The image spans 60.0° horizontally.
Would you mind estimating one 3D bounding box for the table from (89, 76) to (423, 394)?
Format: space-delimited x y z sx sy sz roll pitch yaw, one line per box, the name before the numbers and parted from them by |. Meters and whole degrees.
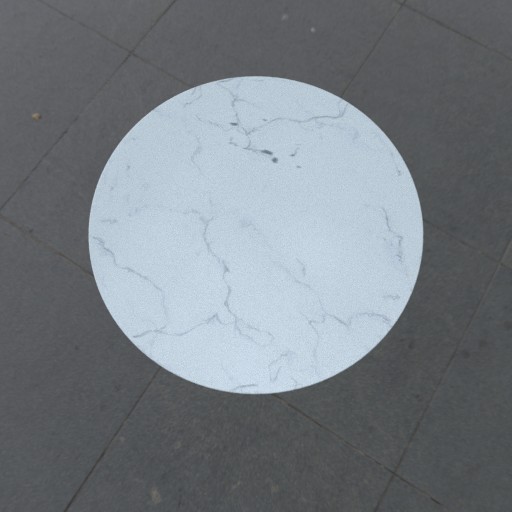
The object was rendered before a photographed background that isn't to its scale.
table | 0.000 0.000 0.867 0.500 0.420 0.500 0 75 0
